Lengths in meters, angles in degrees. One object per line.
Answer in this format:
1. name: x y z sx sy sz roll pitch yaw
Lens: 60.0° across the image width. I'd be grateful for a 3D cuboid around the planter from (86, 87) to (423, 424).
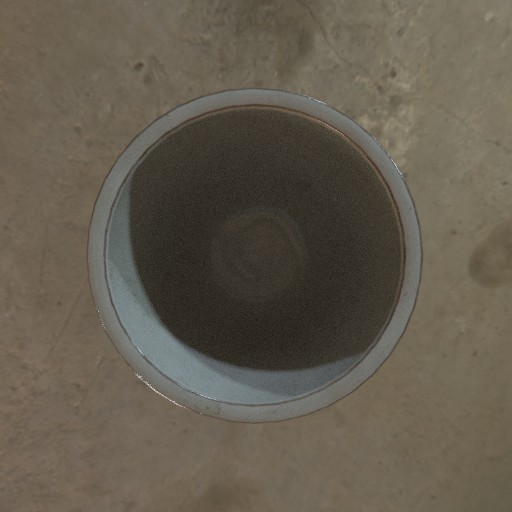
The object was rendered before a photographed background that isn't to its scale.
1. planter: 0.000 0.000 0.348 0.197 0.191 0.197 0 90 1
